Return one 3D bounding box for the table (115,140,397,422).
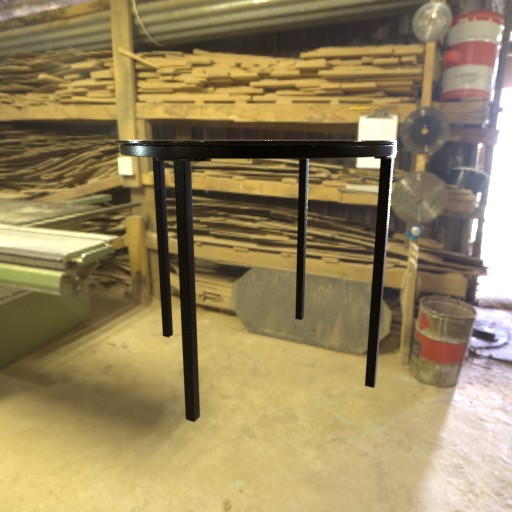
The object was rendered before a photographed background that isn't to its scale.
[{"bbox_3d":[0.000,0.000,0.876,0.499,0.443,0.499,0,15,0],"label":"table"}]
